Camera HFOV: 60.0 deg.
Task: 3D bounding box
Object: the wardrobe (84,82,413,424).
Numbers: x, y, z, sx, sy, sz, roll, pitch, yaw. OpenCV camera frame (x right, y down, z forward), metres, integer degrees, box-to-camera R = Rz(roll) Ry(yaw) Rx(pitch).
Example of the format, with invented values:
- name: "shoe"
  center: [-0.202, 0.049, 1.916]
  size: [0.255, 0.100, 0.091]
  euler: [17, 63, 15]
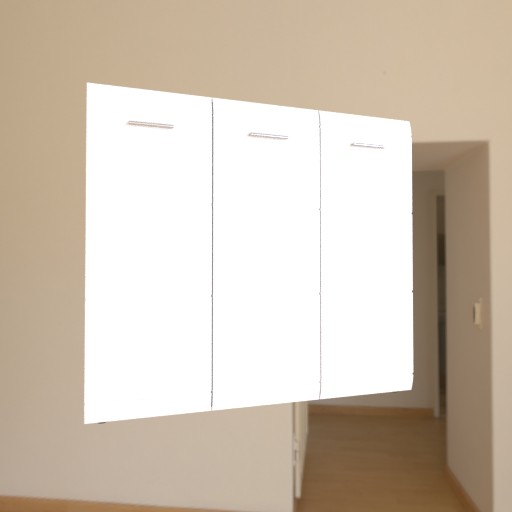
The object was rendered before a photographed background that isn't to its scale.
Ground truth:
- name: "wardrobe"
  center: [0.000, 0.000, 1.880]
  size: [1.340, 1.200, 0.360]
  euler: [0, -1, -18]
